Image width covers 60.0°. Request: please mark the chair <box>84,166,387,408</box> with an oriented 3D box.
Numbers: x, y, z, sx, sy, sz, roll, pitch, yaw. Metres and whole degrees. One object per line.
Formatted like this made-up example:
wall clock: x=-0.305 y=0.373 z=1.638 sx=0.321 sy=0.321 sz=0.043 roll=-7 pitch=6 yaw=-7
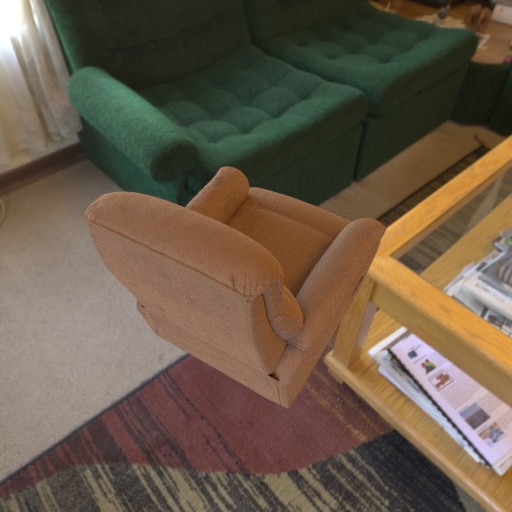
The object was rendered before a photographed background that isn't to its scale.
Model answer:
chair: x=0.000 y=0.000 z=1.799 sx=0.820 sy=1.037 sz=1.004 roll=24 pitch=52 yaw=20
